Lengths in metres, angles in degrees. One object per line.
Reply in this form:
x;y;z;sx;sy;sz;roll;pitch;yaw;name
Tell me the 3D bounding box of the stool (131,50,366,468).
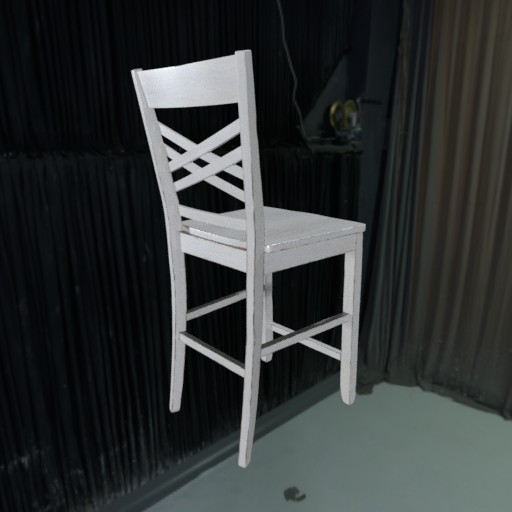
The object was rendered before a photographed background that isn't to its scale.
0.000;0.000;1.381;0.539;1.079;0.462;-15;22;-42;stool
